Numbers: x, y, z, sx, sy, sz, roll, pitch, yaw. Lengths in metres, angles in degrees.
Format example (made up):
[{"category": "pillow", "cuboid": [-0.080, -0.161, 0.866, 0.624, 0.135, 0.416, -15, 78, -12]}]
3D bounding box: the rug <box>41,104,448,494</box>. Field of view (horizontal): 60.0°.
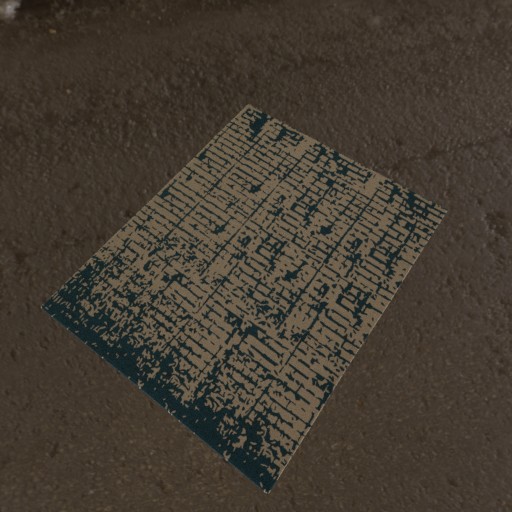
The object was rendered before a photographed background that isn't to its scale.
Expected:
[{"category": "rug", "cuboid": [0.000, 0.000, 4.073, 2.416, 0.014, 3.017, 33, 67, 16]}]
